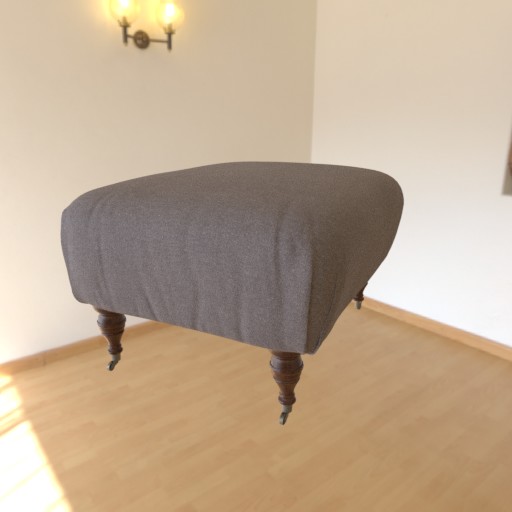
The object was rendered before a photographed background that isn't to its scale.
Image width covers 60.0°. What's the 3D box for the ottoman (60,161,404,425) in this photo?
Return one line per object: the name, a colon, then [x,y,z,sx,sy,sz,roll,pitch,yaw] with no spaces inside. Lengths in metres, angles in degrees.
ottoman: [0.000,0.000,1.136,0.622,0.450,0.747,8,19,25]
